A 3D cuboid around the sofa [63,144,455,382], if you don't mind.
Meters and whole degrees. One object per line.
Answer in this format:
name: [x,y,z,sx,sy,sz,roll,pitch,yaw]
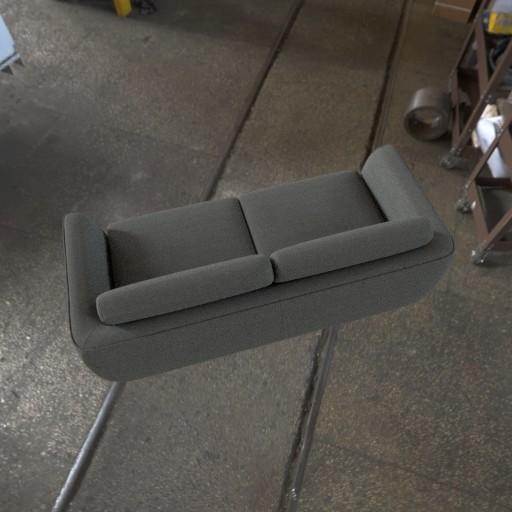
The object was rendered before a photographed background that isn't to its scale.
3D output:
sofa: [0.000,0.000,2.519,2.000,0.850,0.920,-14,60,-8]
